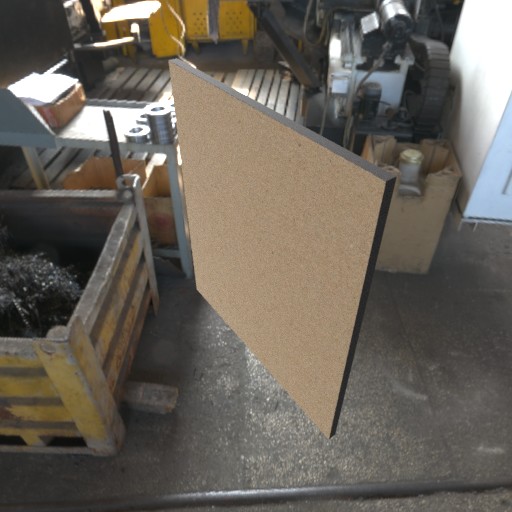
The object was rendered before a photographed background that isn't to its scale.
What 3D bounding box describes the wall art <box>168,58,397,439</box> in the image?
[{"bbox_3d":[0.000,0.000,1.237,0.028,0.863,0.755,-25,47,-26],"label":"wall art"}]
